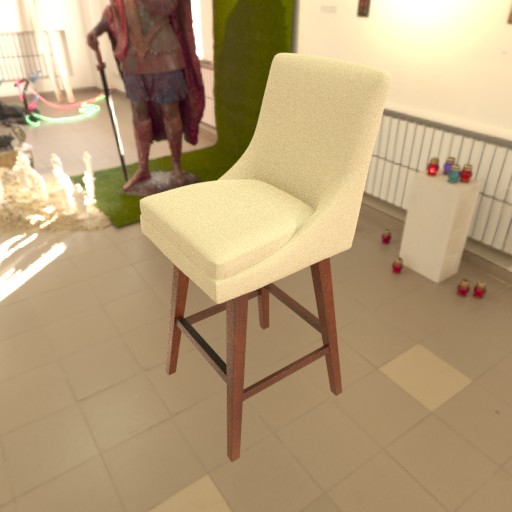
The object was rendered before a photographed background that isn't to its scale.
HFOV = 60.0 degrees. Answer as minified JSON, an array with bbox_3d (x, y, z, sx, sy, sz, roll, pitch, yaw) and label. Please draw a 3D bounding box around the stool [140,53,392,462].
[{"bbox_3d":[0.000,0.000,1.383,0.559,1.097,0.470,-20,37,-30],"label":"stool"}]
